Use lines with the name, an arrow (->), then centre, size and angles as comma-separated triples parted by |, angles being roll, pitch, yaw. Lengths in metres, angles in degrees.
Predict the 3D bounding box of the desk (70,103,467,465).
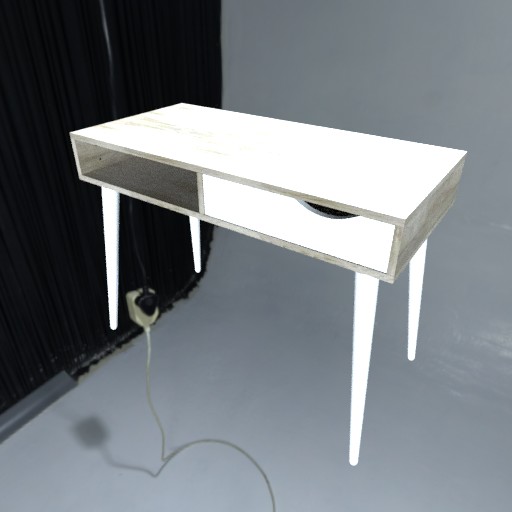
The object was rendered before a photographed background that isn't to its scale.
desk -> 0.000, 0.000, 1.386 | 0.979, 0.723, 0.491 | 20, 36, 29
